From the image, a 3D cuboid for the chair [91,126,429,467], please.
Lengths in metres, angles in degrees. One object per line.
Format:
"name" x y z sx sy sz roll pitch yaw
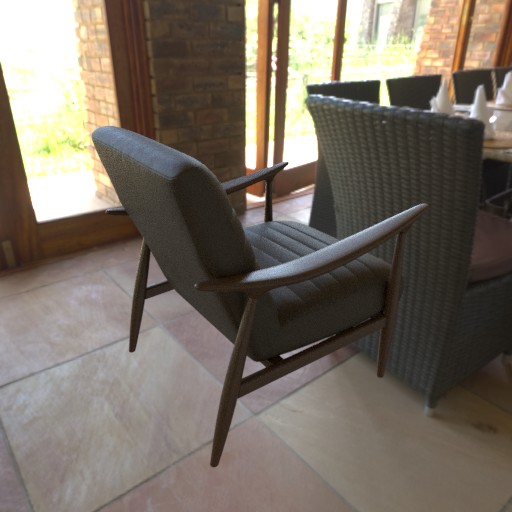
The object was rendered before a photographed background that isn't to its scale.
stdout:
"chair" 0.000 0.000 1.447 0.798 0.831 0.741 -17 30 -31
